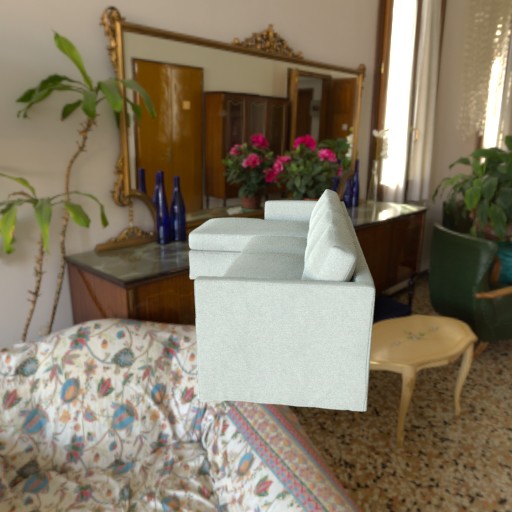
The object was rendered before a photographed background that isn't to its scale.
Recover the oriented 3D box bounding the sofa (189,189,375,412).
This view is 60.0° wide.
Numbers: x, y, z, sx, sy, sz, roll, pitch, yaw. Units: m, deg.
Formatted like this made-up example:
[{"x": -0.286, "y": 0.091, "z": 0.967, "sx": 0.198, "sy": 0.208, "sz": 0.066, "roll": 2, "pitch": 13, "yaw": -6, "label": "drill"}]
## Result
[{"x": 0.000, "y": 0.000, "z": 3.876, "sx": 1.650, "sy": 0.922, "sz": 3.205, "roll": 2, "pitch": 15, "yaw": 8, "label": "sofa"}]
